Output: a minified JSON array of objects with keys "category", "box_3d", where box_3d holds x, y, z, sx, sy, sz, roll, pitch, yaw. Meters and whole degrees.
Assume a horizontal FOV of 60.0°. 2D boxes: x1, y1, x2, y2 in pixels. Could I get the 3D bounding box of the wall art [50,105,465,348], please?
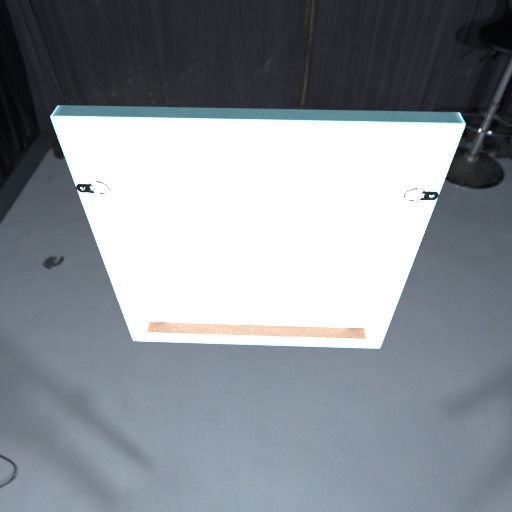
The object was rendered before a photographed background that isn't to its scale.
[{"category":"wall art","box_3d":[0.000,0.000,1.545,1.071,1.073,0.070,1,47,1]}]
